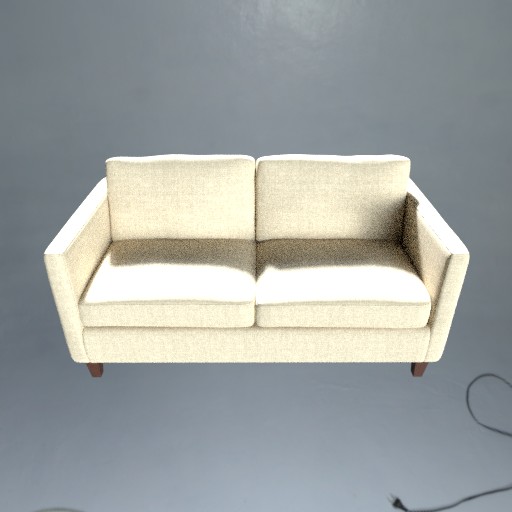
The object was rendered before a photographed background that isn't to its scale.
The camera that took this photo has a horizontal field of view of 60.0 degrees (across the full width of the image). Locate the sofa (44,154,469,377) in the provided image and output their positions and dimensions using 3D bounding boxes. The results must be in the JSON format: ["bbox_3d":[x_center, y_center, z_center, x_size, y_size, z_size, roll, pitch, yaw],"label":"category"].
[{"bbox_3d":[0.000,0.000,2.429,1.884,0.963,0.950,0,31,0],"label":"sofa"}]
